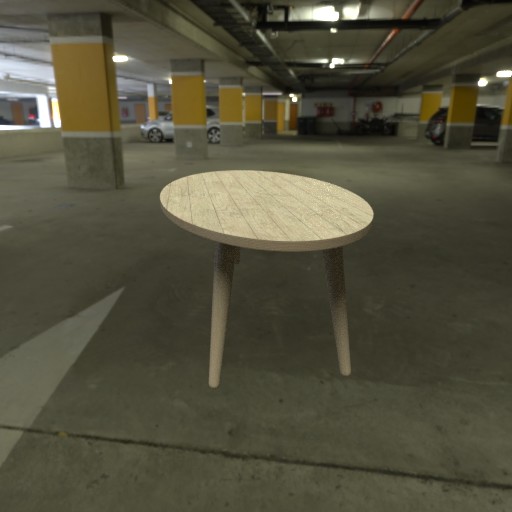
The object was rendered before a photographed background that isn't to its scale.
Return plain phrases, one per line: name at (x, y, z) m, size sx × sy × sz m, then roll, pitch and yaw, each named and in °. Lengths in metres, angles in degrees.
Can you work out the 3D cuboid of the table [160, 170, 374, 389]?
table at (0.000, 0.000, 1.337) m, size 0.542 × 0.390 × 1.083 m, roll -3°, pitch 18°, yaw -9°
